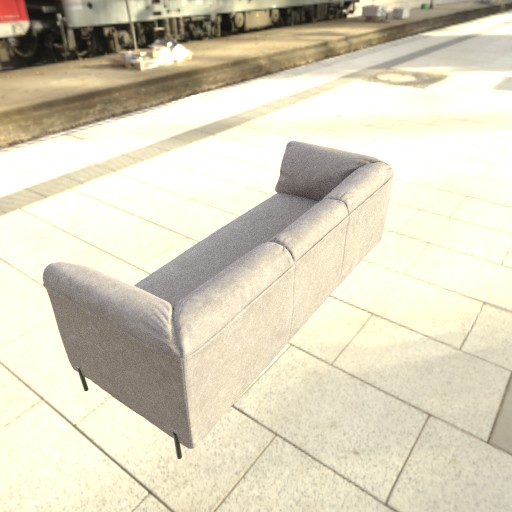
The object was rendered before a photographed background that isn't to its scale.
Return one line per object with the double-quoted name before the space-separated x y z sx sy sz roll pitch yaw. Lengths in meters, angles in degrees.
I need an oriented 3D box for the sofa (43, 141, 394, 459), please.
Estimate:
"sofa" 0.000 0.000 2.726 0.899 0.758 2.238 21 38 29
